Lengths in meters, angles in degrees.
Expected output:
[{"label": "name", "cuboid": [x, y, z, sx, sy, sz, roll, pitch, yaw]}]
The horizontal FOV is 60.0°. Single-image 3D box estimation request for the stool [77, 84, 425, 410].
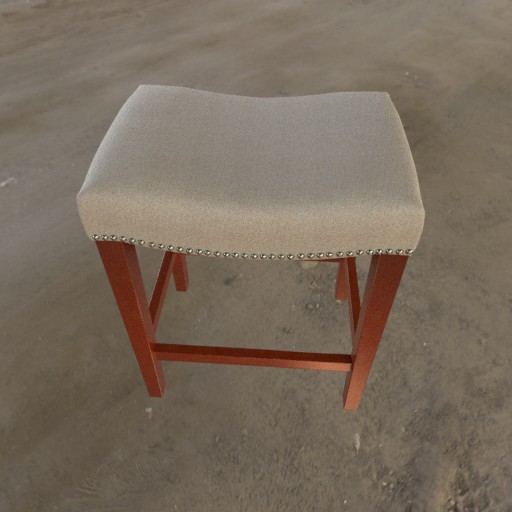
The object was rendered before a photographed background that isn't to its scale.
[{"label": "stool", "cuboid": [0.000, 0.000, 0.954, 0.509, 0.632, 0.375, 3, 46, 3]}]
